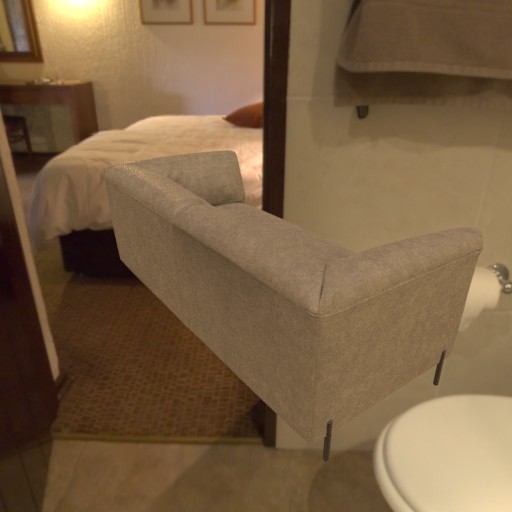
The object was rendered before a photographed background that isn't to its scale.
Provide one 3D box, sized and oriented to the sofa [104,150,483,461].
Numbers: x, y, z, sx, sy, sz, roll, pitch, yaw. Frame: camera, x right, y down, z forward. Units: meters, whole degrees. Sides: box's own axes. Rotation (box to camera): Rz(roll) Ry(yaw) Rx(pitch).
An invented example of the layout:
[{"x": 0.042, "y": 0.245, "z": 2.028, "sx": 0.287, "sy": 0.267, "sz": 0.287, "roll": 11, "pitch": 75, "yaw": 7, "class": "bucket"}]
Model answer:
[{"x": 0.000, "y": 0.000, "z": 2.305, "sx": 0.905, "sy": 0.747, "sz": 1.878, "roll": -17, "pitch": 30, "yaw": -32, "class": "sofa"}]
